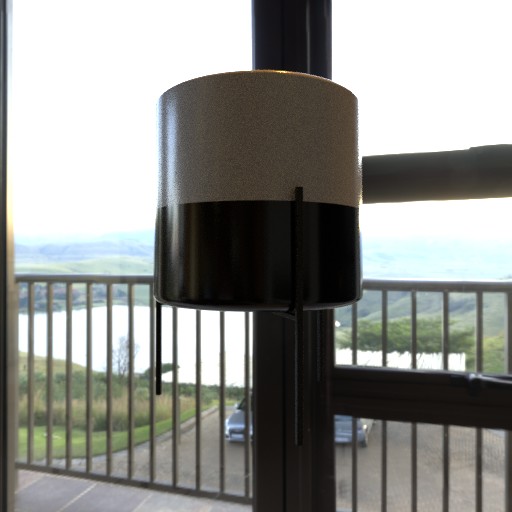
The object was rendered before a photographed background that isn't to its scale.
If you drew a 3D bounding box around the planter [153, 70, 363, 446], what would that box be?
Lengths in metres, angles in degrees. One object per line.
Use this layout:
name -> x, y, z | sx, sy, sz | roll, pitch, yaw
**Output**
planter -> 0.000, 0.000, 0.655 | 0.310, 0.432, 0.310 | 0, 0, -2
